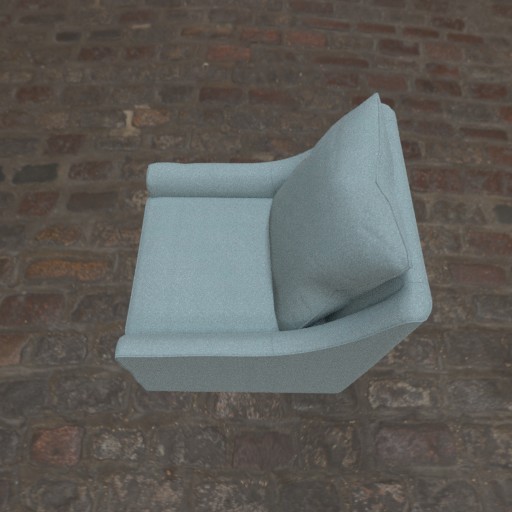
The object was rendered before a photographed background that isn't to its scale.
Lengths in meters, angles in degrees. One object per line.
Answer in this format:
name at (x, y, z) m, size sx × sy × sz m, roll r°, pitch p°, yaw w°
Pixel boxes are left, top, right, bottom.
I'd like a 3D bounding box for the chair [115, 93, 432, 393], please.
chair at (0.000, 0.000, 1.552) m, size 0.870 × 0.926 × 0.760 m, roll 1°, pitch 61°, yaw 0°
